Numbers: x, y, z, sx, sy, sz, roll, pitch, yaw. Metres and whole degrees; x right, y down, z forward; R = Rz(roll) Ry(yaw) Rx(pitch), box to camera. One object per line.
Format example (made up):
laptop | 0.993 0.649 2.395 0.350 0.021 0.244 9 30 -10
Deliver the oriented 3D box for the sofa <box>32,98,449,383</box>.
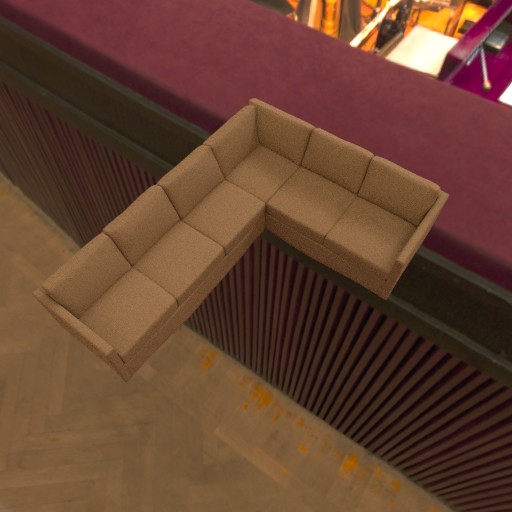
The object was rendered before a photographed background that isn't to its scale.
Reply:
sofa | 0.000 0.000 4.279 2.432 0.871 3.182 32 63 19
